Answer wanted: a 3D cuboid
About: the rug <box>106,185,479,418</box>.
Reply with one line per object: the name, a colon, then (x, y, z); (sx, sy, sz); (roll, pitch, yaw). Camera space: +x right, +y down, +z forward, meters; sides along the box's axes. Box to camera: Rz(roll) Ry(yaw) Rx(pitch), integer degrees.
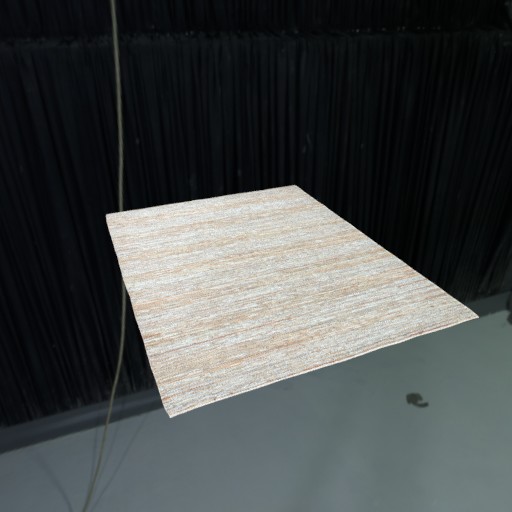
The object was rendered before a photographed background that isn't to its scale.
rug: (0.000, 0.000, 3.987); (2.313, 0.009, 2.939); (-12, 32, -20)
